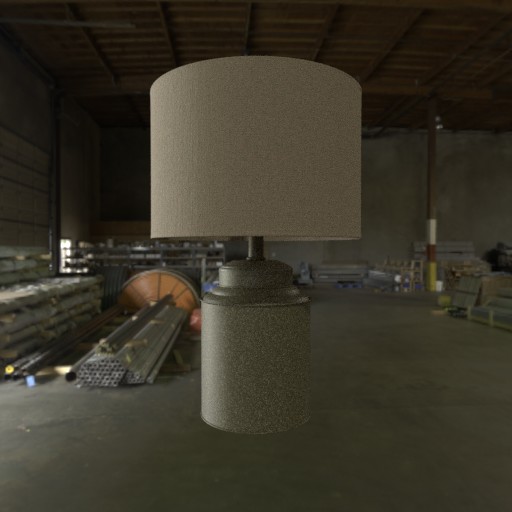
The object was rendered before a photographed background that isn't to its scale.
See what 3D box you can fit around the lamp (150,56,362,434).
[{"bbox_3d":[0.000,0.000,0.688,0.318,0.486,0.318,0,1,0],"label":"lamp"}]
